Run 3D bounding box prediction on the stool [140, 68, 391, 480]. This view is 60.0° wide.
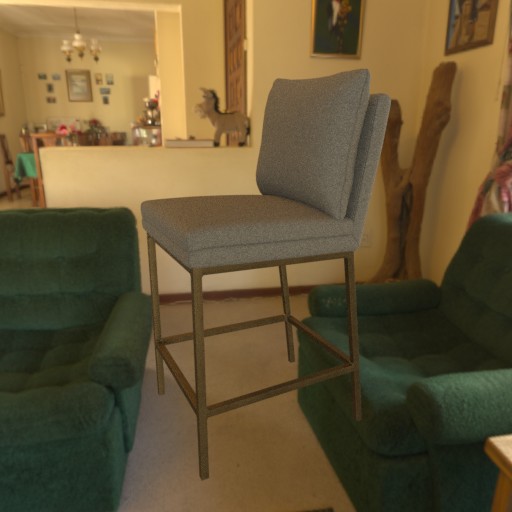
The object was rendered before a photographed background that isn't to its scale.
[{"bbox_3d":[0.000,0.000,1.311,0.569,1.030,0.463,-8,18,-25],"label":"stool"}]
